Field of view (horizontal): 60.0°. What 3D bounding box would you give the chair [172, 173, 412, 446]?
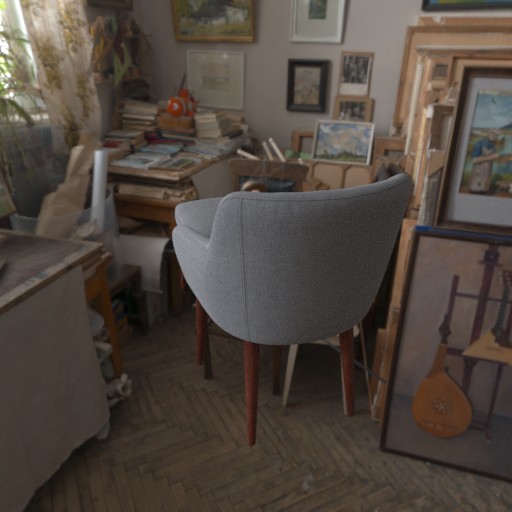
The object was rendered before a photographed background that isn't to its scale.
[{"bbox_3d":[0.000,0.000,1.553,0.584,0.799,1.107,-9,28,-18],"label":"chair"}]
